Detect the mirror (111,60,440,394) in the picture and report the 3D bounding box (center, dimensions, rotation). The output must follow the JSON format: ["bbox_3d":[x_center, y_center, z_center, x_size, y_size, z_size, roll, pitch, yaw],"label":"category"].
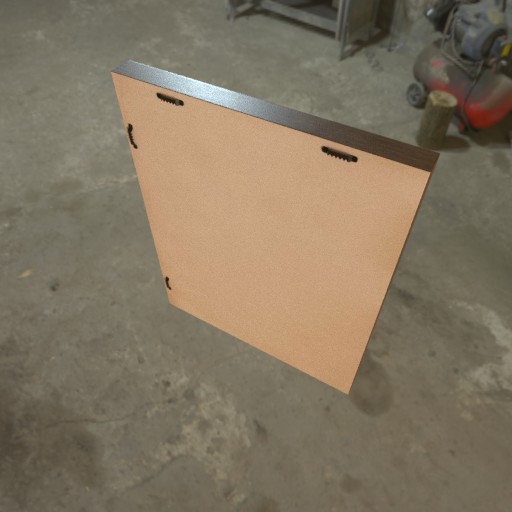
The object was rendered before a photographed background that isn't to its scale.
[{"bbox_3d":[0.000,0.000,0.693,0.406,0.509,0.041,23,53,19],"label":"mirror"}]
